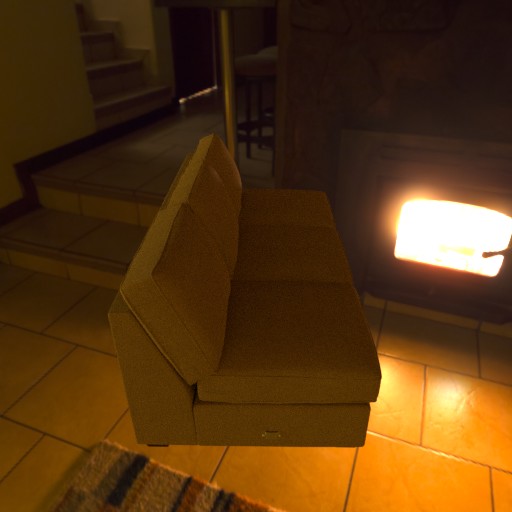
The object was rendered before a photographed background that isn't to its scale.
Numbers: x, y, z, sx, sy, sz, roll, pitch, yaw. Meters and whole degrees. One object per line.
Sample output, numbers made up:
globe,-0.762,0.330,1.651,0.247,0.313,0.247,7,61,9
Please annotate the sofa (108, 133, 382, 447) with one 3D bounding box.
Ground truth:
sofa,0.000,0.000,2.738,1.127,1.036,2.092,1,30,1
